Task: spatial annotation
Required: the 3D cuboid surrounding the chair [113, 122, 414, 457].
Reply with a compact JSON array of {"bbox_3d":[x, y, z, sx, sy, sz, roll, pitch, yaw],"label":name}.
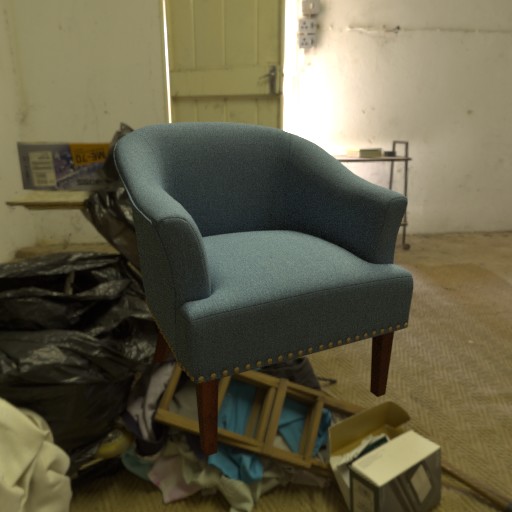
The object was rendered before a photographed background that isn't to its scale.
[{"bbox_3d":[0.000,0.000,1.401,0.772,0.815,0.704,-8,18,-26],"label":"chair"}]
